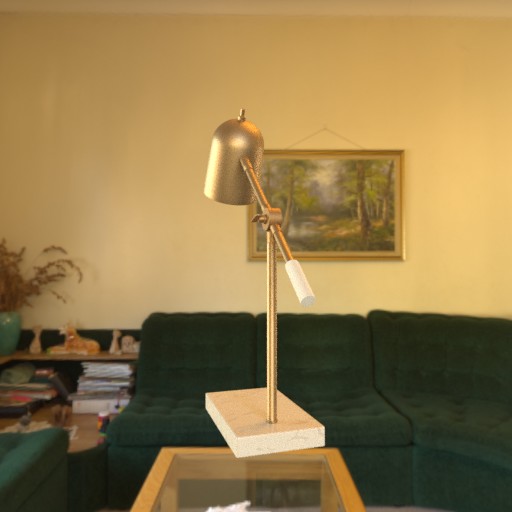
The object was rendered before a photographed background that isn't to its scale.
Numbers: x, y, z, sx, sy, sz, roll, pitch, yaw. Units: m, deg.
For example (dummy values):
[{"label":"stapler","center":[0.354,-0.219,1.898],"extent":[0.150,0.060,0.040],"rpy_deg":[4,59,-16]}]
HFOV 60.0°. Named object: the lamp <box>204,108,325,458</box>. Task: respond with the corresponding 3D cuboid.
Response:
[{"label":"lamp","center":[0.000,0.000,0.808],"extent":[0.144,0.603,0.471],"rpy_deg":[0,-1,-18]}]
